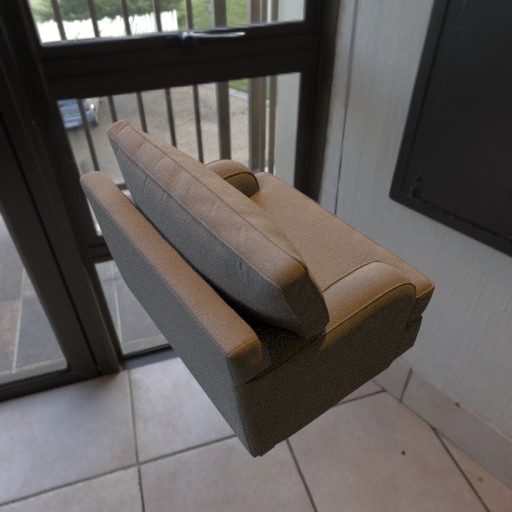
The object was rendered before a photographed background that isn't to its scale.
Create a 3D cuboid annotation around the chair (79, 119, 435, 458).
[{"bbox_3d":[0.000,0.000,1.969,1.041,1.016,1.220,-25,46,-27],"label":"chair"}]
